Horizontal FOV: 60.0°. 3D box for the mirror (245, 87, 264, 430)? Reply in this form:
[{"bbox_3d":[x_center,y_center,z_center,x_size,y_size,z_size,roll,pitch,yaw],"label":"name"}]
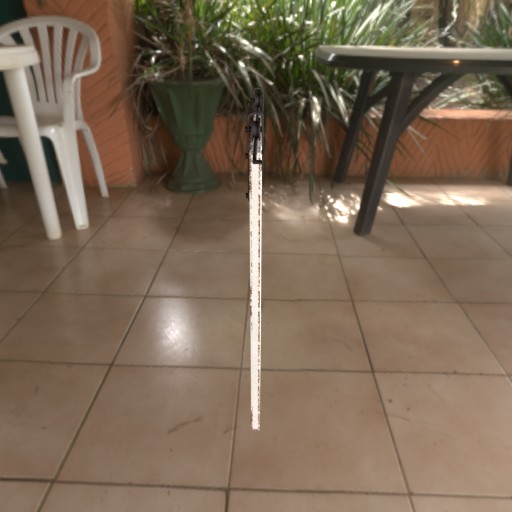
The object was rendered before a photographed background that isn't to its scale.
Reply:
[{"bbox_3d":[0.000,0.000,1.241,0.037,0.844,0.808,0,27,1],"label":"mirror"}]
